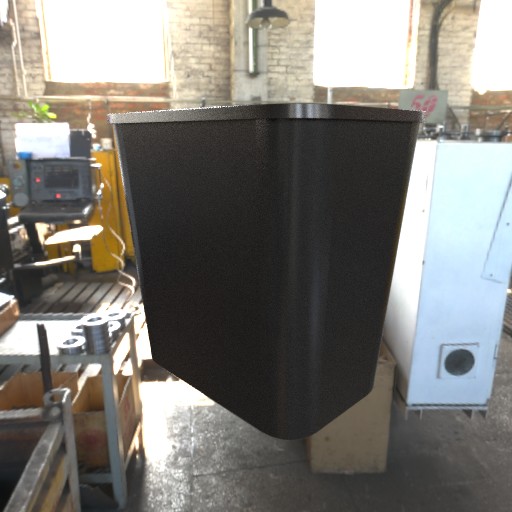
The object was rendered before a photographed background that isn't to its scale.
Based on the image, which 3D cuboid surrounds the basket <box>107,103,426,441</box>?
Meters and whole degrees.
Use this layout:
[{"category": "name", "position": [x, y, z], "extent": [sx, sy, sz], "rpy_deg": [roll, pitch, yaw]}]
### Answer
[{"category": "basket", "position": [0.000, 0.000, 0.502], "extent": [0.211, 0.307, 0.300], "rpy_deg": [-15, 21, -43]}]
